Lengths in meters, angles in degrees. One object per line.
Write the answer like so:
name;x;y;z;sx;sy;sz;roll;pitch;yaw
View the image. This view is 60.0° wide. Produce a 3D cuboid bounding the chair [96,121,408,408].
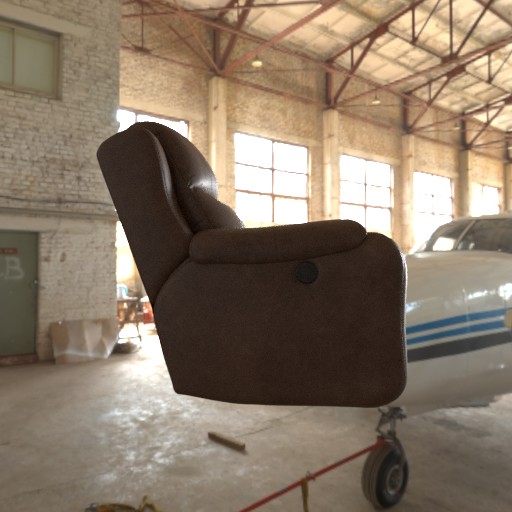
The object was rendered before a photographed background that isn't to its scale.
chair;0.000;0.000;1.833;1.067;0.990;0.940;0;-1;0
